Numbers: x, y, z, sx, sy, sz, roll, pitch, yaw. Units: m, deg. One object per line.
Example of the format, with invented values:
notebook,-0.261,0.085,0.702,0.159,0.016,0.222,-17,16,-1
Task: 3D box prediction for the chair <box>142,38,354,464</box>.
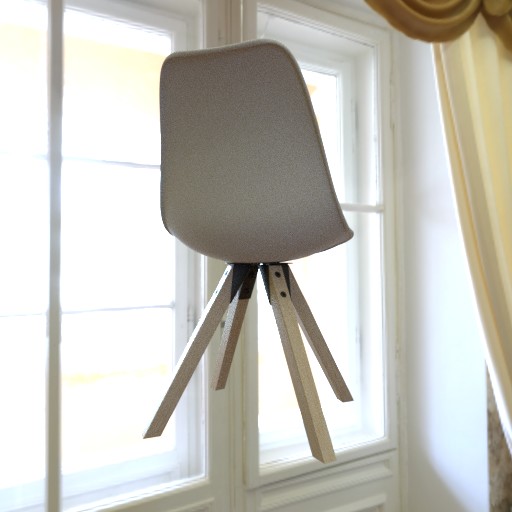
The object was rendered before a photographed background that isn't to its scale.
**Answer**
chair,0.000,0.000,1.146,0.485,0.850,0.550,0,-1,17
